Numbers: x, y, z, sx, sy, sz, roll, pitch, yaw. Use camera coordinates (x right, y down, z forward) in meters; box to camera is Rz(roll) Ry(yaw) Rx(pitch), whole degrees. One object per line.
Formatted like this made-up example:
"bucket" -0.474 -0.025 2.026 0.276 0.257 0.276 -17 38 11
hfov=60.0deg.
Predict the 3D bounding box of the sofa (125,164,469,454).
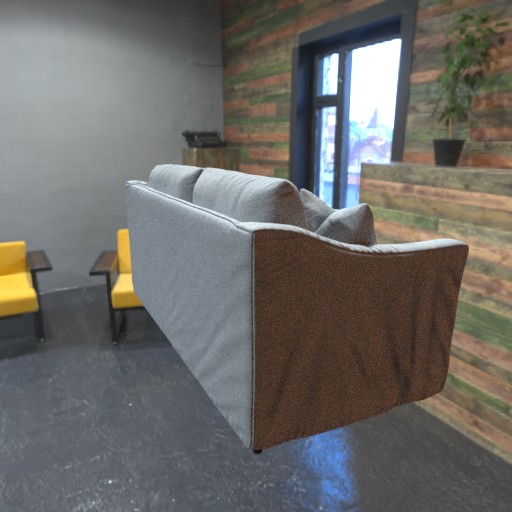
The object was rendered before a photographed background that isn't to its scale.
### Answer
"sofa" 0.000 0.000 2.555 1.072 1.018 2.010 -7 16 -26
